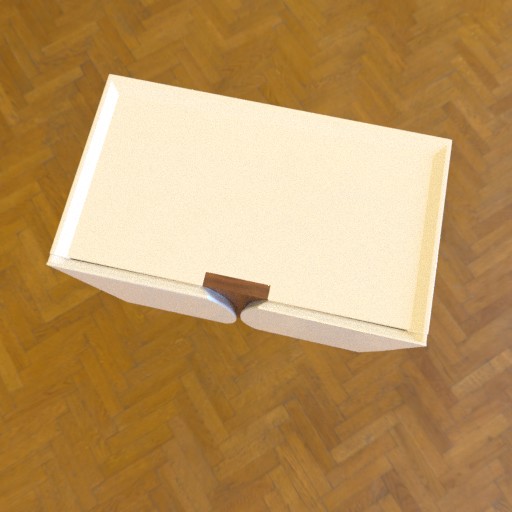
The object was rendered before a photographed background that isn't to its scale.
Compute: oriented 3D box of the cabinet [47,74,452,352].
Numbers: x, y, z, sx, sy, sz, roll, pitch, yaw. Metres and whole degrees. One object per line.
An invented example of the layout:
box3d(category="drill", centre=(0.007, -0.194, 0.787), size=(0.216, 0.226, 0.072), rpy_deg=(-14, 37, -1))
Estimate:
box3d(category="cabinet", centre=(0.000, 0.000, 1.082), size=(0.591, 0.772, 0.344), rpy_deg=(12, 77, 3))
